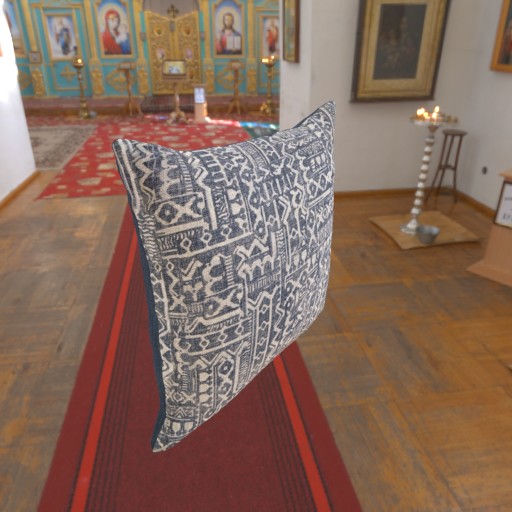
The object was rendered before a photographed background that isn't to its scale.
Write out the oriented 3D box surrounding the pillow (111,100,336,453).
[{"bbox_3d":[0.000,0.000,0.790,0.180,0.487,0.546,17,29,32],"label":"pillow"}]
